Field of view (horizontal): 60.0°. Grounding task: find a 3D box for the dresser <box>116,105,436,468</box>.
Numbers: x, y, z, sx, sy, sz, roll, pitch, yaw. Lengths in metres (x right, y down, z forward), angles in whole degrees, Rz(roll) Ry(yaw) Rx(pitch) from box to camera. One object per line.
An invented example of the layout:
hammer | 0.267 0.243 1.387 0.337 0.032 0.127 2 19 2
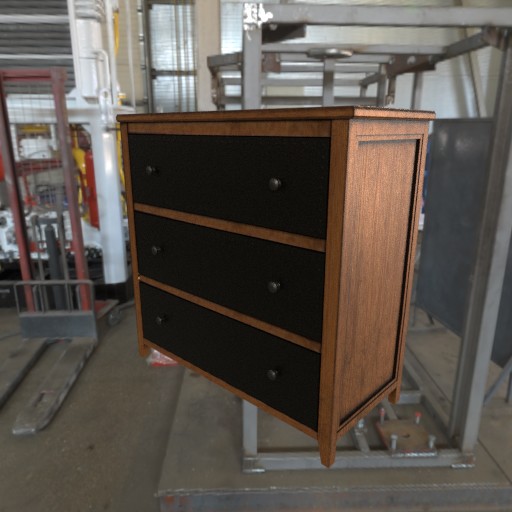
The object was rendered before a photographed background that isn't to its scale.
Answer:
dresser | 0.000 0.000 1.989 1.250 1.224 0.591 14 22 41
